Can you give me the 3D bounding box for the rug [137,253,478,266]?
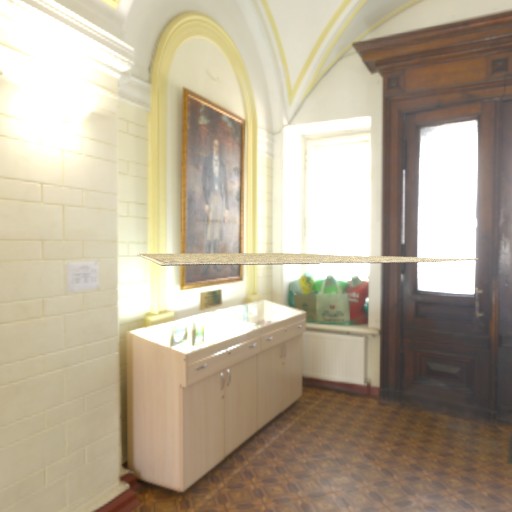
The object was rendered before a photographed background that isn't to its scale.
[{"bbox_3d":[0.000,0.000,3.114,1.527,0.021,2.447,0,1,-17],"label":"rug"}]
